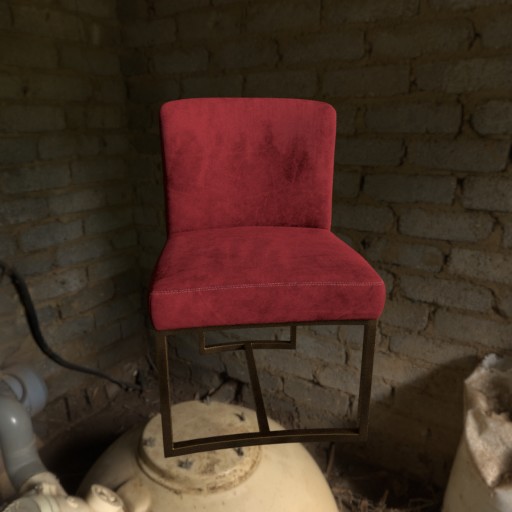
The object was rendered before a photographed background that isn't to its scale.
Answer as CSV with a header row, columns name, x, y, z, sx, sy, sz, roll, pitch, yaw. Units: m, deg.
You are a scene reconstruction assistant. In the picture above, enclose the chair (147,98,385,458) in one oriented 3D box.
name,x,y,z,sx,sy,sz,roll,pitch,yaw
chair,0.000,0.000,1.196,0.530,0.824,0.560,-2,17,-6
